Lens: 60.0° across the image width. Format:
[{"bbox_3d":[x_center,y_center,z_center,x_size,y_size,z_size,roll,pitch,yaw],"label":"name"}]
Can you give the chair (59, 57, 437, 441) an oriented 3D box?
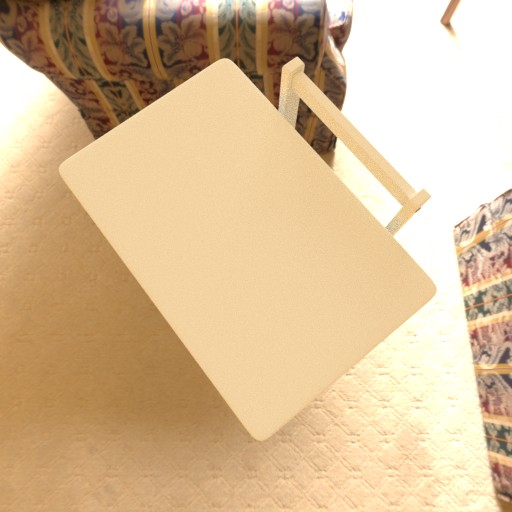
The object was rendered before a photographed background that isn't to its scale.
[{"bbox_3d":[0.000,0.000,1.040,0.461,0.673,0.599,-37,78,-10],"label":"chair"}]
